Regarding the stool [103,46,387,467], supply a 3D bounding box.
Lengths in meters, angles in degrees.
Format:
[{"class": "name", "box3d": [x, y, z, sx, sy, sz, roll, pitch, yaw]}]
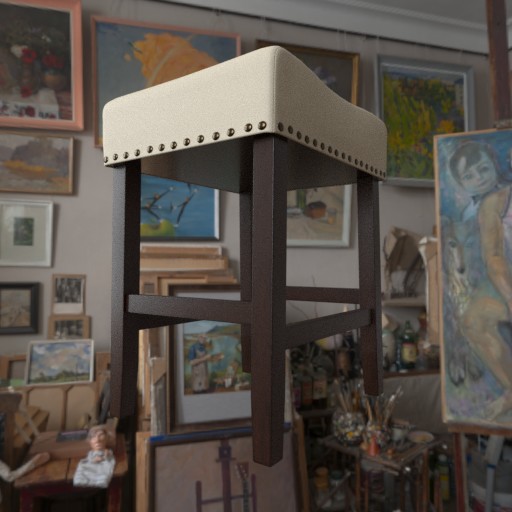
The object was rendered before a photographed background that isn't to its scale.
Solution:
[{"class": "stool", "box3d": [0.000, 0.000, 0.917, 0.401, 0.609, 0.471, -1, -1, 36]}]
